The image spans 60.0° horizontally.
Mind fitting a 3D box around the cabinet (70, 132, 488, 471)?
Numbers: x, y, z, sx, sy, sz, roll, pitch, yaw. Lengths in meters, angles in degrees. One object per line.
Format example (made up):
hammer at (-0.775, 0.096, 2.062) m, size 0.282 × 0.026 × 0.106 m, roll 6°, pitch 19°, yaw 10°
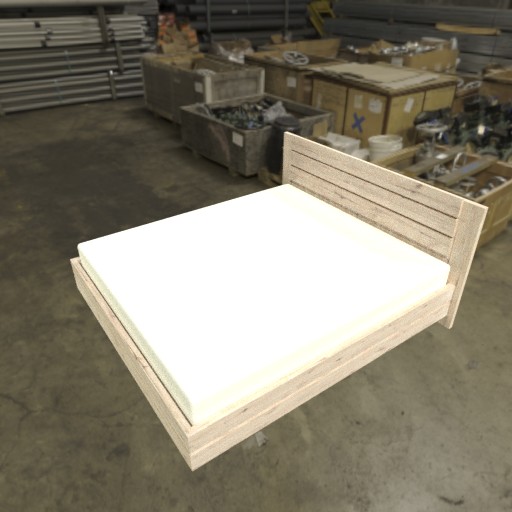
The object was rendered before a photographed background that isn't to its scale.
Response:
cabinet at (0.000, 0.000, 3.105) m, size 2.080 × 0.970 × 1.950 m, roll -21°, pitch 37°, yaw -29°
